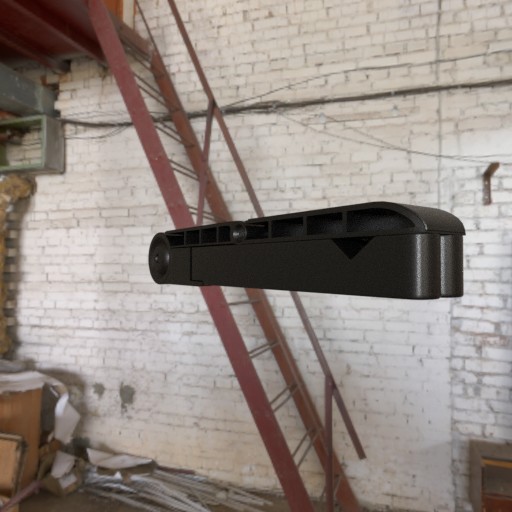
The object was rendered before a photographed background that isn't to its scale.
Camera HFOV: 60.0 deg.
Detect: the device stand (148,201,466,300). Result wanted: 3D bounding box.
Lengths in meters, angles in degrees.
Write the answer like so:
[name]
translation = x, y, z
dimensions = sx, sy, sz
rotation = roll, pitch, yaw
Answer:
[device stand]
translation = 0.000, 0.000, 0.196
dimensions = 0.026, 0.030, 0.179
rotation = 1, -1, -37
